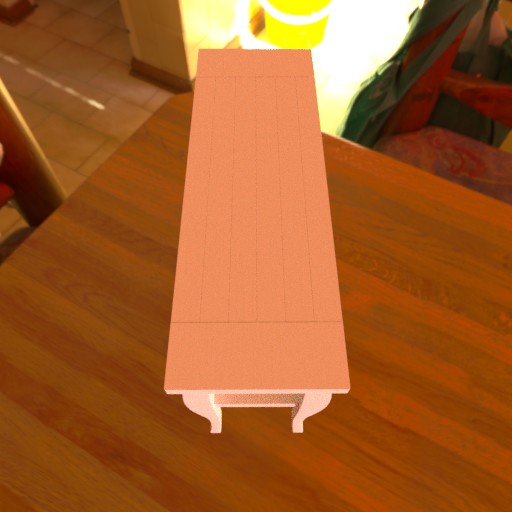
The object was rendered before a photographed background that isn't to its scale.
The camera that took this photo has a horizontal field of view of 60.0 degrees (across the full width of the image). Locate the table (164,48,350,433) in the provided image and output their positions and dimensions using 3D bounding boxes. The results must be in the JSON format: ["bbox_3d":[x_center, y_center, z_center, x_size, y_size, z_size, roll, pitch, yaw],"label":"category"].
[{"bbox_3d":[0.000,0.000,1.449,0.373,0.768,1.062,0,59,0],"label":"table"}]
